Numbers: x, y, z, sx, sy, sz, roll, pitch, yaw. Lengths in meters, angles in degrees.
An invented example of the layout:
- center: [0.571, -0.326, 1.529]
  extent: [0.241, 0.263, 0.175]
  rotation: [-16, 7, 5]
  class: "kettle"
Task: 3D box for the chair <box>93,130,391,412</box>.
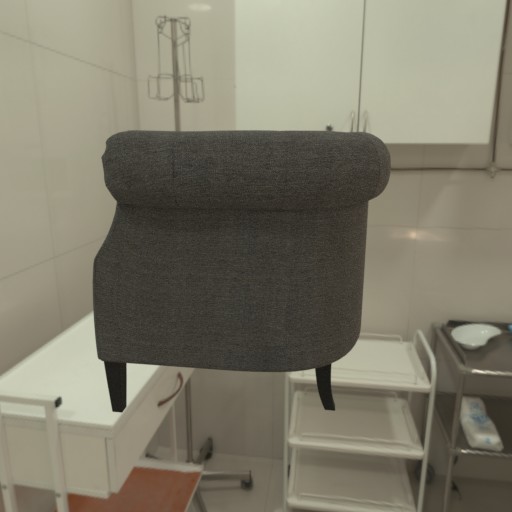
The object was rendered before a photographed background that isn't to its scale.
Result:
- center: [0.000, 0.000, 1.538]
  extent: [0.852, 0.827, 0.905]
  rotation: [2, 14, 8]
  class: "chair"
